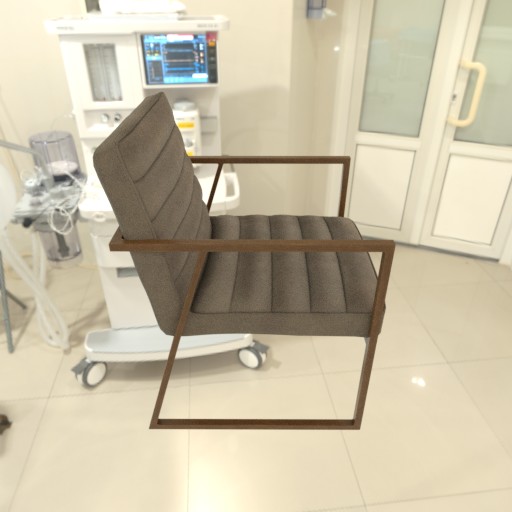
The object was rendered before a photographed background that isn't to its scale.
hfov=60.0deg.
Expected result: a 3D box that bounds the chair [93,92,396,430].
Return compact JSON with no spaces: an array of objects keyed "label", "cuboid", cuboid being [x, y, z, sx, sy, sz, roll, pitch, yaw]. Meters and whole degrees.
[{"label":"chair","cuboid":[0.000,0.000,1.323,0.682,0.843,0.578,0,32,0]}]
